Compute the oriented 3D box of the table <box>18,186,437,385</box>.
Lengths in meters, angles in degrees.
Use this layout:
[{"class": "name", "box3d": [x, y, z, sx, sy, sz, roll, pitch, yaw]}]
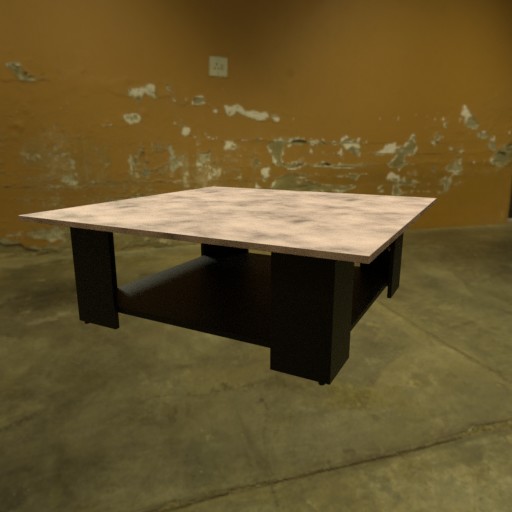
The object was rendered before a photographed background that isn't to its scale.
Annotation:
[{"class": "table", "box3d": [0.000, 0.000, 1.337, 0.890, 0.305, 0.890, 7, 16, 27]}]
